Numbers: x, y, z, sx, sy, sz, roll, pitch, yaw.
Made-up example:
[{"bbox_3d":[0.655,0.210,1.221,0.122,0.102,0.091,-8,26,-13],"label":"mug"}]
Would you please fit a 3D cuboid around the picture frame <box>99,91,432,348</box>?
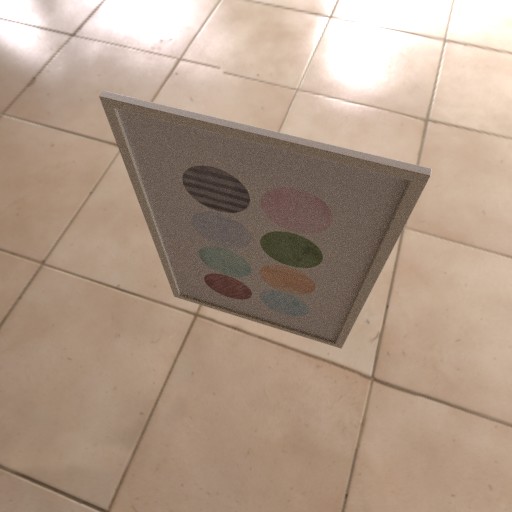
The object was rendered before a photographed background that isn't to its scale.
[{"bbox_3d":[0.000,0.000,0.869,0.457,0.657,0.013,16,61,9],"label":"picture frame"}]
